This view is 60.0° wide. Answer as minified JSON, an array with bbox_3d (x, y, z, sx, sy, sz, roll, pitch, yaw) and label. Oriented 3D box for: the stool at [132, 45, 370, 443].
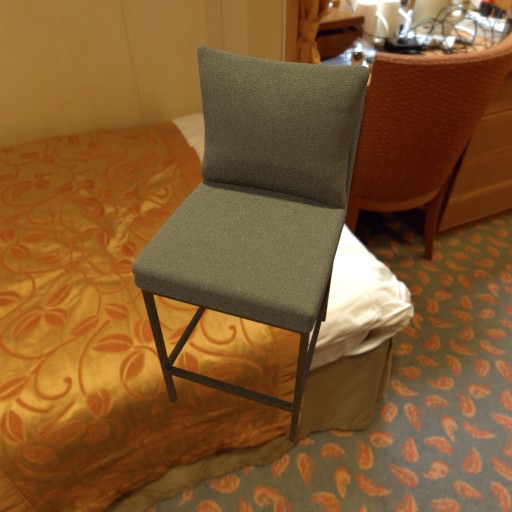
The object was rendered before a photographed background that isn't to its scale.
[{"bbox_3d":[0.000,0.000,1.310,0.463,1.031,0.569,13,44,14],"label":"stool"}]
